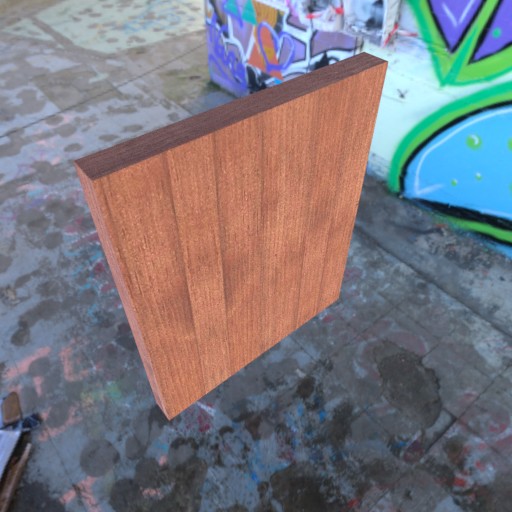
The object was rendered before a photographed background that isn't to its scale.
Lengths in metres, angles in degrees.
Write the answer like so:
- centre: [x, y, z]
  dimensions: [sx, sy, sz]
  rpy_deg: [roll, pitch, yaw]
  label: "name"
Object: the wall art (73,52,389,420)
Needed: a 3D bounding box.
- centre: [0.000, 0.000, 0.616]
  dimensions: [0.377, 0.449, 0.039]
  rpy_deg: [-30, 53, -26]
  label: "wall art"
